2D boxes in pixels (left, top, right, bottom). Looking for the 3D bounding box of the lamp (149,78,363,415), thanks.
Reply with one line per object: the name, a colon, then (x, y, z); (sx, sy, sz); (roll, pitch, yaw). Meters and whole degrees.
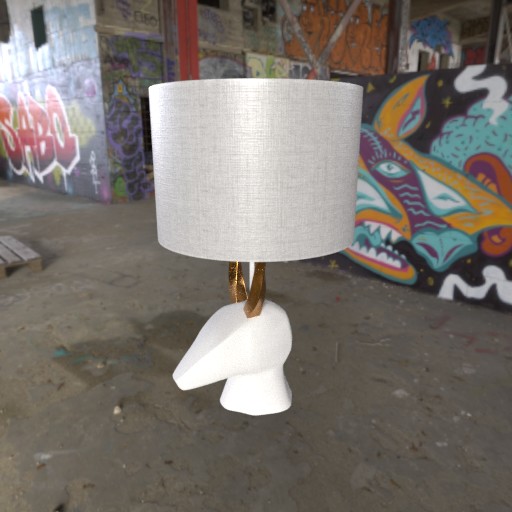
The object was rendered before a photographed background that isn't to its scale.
lamp: (0.000, 0.000, 0.699); (0.298, 0.503, 0.298); (-7, 17, -24)
